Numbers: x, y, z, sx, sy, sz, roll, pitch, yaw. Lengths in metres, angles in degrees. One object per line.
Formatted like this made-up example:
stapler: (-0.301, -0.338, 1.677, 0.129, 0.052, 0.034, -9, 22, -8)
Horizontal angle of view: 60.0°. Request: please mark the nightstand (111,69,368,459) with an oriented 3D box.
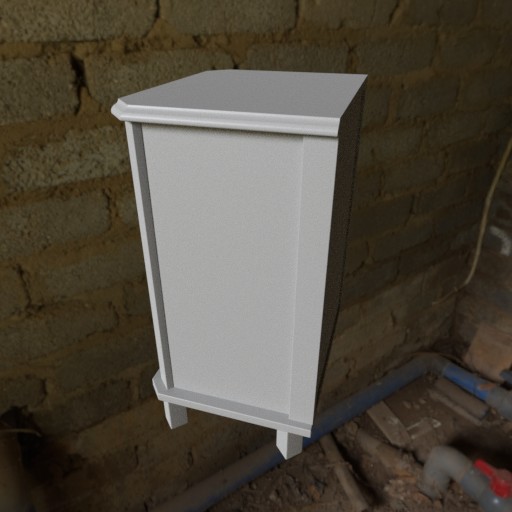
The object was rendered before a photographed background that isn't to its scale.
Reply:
nightstand: (0.000, 0.000, 0.941, 0.350, 0.680, 0.450, 8, 30, 15)
